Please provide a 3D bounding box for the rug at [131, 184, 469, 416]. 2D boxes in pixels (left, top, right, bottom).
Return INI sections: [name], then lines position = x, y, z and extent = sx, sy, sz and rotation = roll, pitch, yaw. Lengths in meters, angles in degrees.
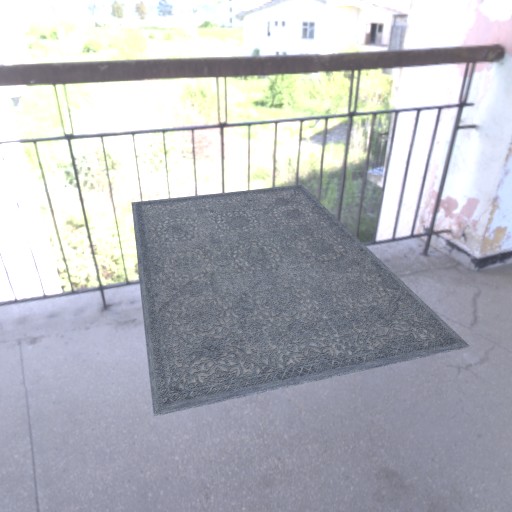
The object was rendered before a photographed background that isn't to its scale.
[rug]
position = 0.000, 0.000, 2.339
extent = 1.208, 0.012, 1.819
rotation = -8, 31, -14
